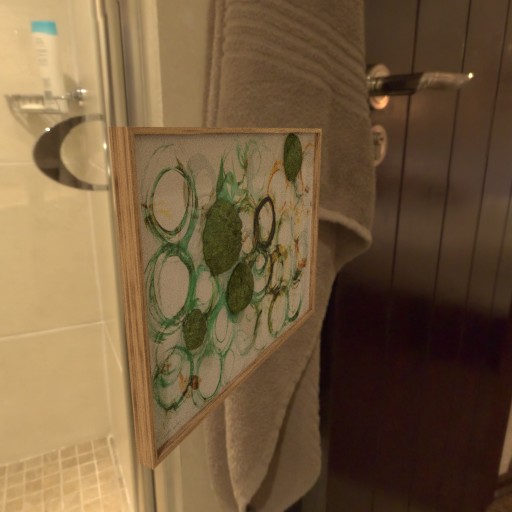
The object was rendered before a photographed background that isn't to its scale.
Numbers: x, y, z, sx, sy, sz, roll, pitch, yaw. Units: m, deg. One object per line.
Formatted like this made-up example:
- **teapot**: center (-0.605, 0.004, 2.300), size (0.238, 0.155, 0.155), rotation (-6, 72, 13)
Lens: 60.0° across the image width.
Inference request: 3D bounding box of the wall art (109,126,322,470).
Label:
- **wall art**: center (0.000, 0.000, 1.098), size (0.063, 0.609, 0.841), rotation (8, 18, 27)
